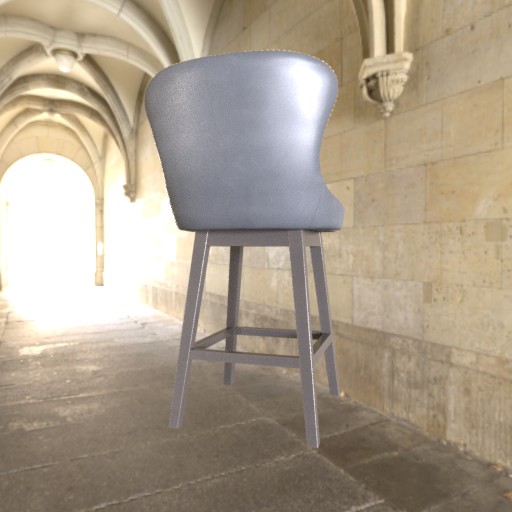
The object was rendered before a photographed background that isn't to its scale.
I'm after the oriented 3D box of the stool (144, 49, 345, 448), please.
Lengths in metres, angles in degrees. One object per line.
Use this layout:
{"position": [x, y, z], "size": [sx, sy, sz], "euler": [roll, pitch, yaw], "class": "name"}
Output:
{"position": [0.000, 0.000, 1.325], "size": [0.528, 0.971, 0.593], "euler": [0, 1, 18], "class": "stool"}
